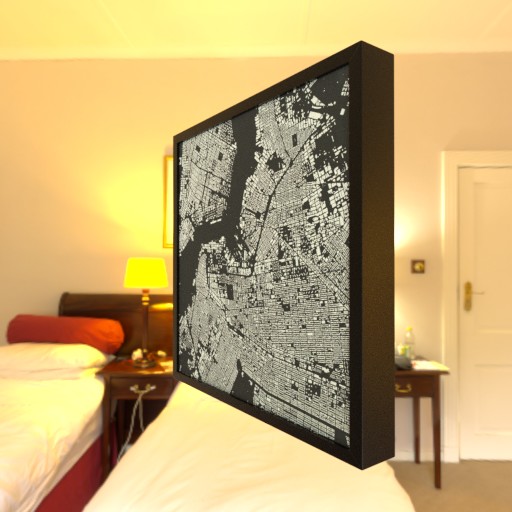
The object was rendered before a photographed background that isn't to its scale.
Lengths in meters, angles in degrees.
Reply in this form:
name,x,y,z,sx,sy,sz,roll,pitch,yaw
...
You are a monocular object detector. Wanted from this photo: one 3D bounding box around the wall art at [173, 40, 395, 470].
name,x,y,z,sx,sy,sz,roll,pitch,yaw
wall art,0.000,0.000,0.439,0.037,0.299,0.299,0,-1,-36
